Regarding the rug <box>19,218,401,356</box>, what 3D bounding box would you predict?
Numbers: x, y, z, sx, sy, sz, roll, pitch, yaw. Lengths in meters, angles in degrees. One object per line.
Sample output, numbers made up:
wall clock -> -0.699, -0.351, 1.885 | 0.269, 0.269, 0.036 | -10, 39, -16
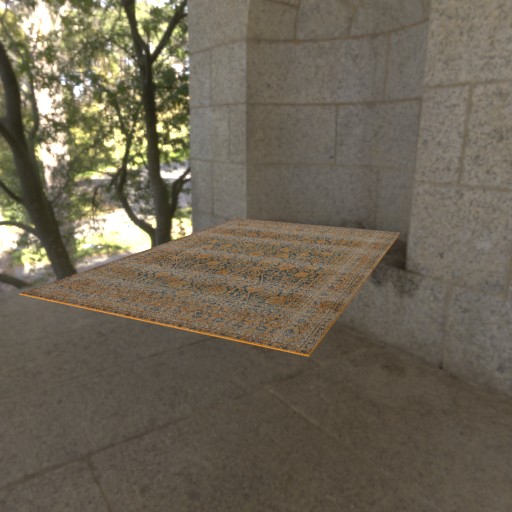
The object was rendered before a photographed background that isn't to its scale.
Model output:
rug -> 0.000, 0.000, 2.931 | 1.525, 0.007, 2.336 | 7, 17, 24
